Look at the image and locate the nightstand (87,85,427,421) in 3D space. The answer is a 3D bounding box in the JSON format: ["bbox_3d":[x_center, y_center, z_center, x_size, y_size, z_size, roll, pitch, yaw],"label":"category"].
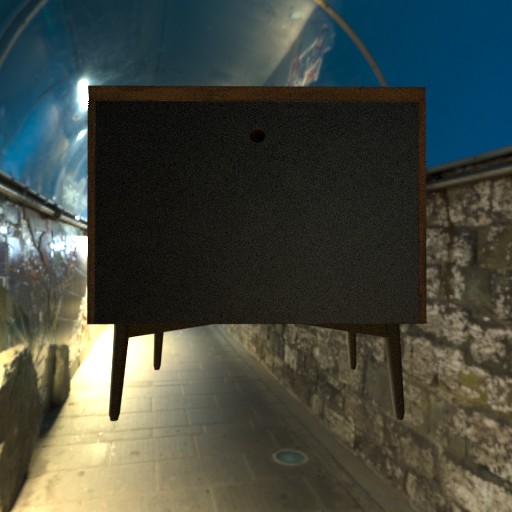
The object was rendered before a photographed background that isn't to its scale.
[{"bbox_3d":[0.000,0.000,1.026,0.610,0.610,0.458,0,0,-1],"label":"nightstand"}]
